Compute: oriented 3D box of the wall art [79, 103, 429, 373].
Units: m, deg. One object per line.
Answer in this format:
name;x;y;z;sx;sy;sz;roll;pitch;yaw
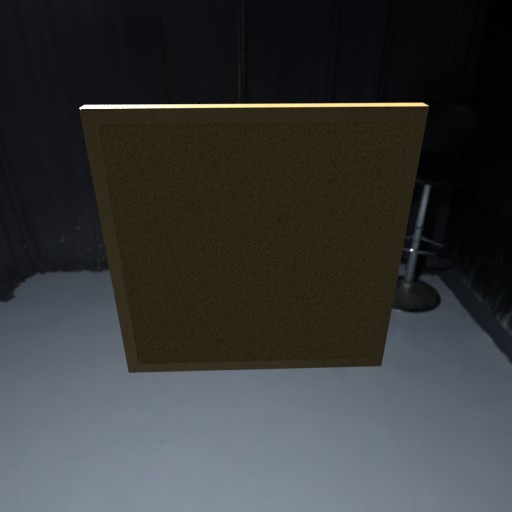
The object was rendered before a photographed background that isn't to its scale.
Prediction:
wall art;0.000;0.000;2.963;1.935;1.936;0.097;-1;29;-2
